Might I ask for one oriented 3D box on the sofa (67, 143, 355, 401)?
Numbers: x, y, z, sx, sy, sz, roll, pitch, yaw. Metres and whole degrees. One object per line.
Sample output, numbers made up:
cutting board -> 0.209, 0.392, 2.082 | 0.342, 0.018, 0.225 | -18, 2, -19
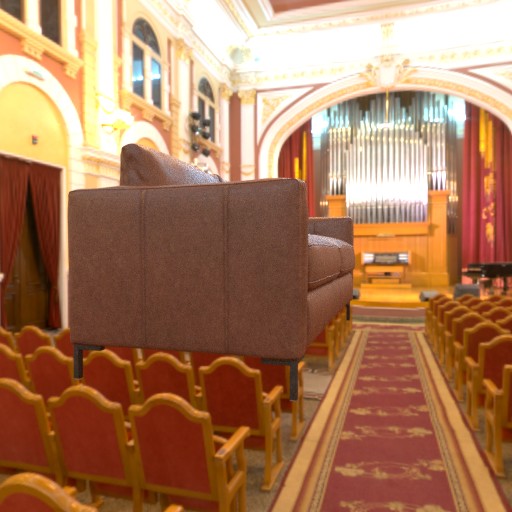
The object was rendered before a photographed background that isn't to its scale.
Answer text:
sofa -> 0.000, 0.000, 2.293 | 0.899, 0.883, 1.797 | 0, 1, 17
